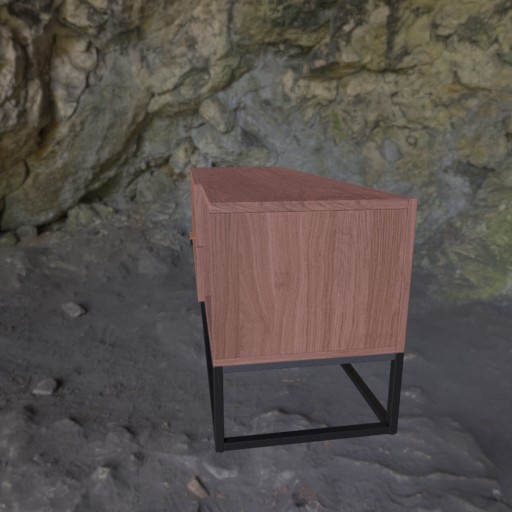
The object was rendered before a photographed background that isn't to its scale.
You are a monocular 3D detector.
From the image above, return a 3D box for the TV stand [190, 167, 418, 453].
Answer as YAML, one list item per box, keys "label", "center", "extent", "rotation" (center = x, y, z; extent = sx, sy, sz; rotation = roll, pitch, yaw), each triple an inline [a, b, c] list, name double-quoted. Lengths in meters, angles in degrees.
- label: "TV stand"
  center: [0.000, 0.000, 1.418]
  extent: [0.415, 0.500, 1.200]
  rotation: [-2, 14, -9]
